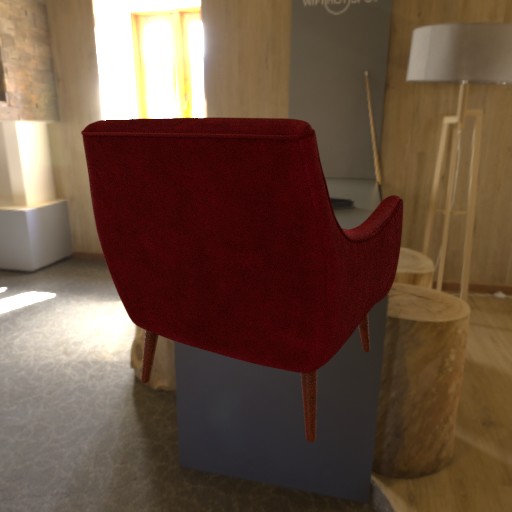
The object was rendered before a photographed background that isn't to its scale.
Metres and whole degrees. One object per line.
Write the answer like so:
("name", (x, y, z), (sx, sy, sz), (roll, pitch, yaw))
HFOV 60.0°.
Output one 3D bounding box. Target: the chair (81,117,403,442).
("chair", (0.000, 0.000, 1.414), (0.762, 0.838, 0.787), (9, 19, 27))
